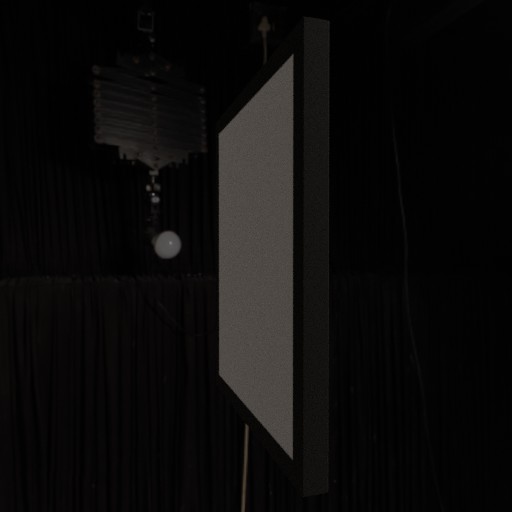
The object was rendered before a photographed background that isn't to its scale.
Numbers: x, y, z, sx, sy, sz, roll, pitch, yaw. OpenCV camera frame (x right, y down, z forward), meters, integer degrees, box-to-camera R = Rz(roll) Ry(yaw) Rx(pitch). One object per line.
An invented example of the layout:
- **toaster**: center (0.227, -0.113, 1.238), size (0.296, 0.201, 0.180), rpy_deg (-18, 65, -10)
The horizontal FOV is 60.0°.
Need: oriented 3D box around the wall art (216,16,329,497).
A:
- **wall art**: center (0.000, 0.000, 0.532), size (0.024, 0.404, 0.329), rpy_deg (0, 1, -18)
